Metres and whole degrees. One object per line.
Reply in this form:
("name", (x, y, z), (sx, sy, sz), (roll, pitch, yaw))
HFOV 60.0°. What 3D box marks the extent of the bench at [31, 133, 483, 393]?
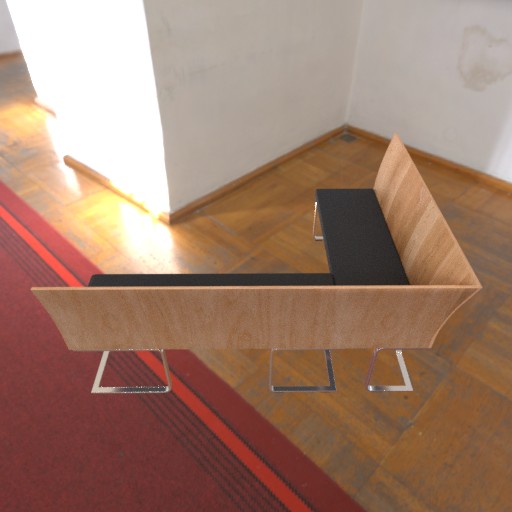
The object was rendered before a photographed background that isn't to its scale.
("bench", (0.000, 0.000, 2.774), (1.945, 0.930, 1.495), (0, 41, 0))
